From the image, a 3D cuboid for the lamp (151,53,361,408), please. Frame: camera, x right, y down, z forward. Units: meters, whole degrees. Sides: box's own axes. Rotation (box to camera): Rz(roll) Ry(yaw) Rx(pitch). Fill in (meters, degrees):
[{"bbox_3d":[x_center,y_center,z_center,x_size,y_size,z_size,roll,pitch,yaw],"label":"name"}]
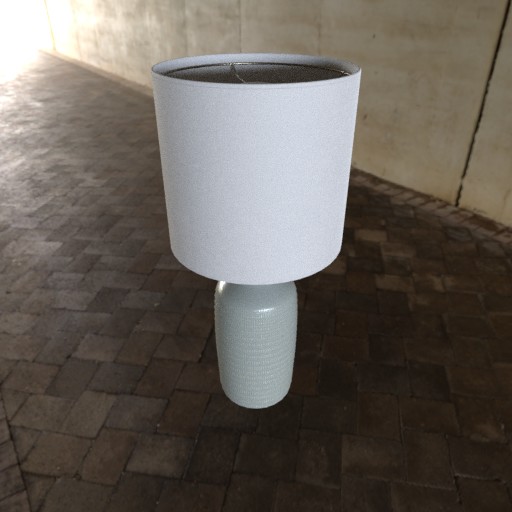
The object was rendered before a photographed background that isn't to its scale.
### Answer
[{"bbox_3d":[0.000,0.000,0.596,0.220,0.475,0.220,-1,31,-2],"label":"lamp"}]
